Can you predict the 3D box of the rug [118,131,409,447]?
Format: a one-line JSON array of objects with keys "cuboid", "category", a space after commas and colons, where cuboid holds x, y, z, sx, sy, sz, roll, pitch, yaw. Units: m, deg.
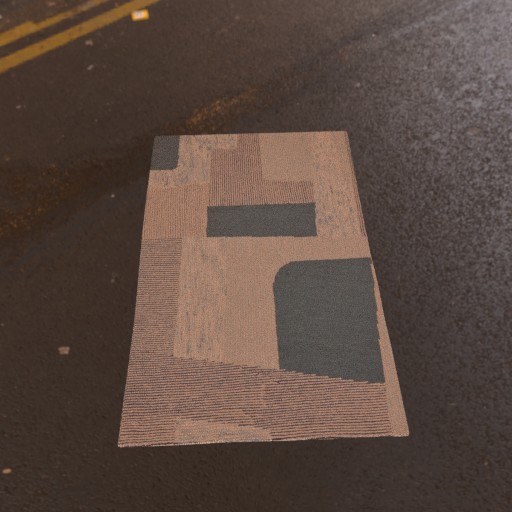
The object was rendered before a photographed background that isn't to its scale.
[{"cuboid": [0.000, 0.000, 2.359, 1.238, 0.020, 1.847, -2, 58, -1], "category": "rug"}]
